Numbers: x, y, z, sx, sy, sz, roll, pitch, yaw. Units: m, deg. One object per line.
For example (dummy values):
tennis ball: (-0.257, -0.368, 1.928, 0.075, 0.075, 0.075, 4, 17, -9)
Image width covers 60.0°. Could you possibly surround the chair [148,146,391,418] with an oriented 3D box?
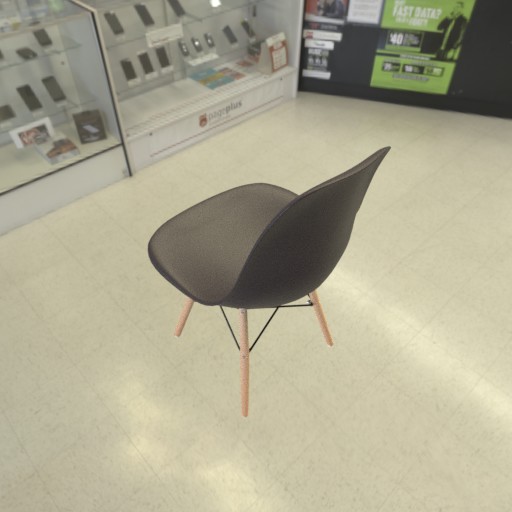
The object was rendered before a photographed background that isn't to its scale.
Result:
chair: (0.000, 0.000, 1.166, 0.470, 0.825, 0.533, -32, 54, -27)
